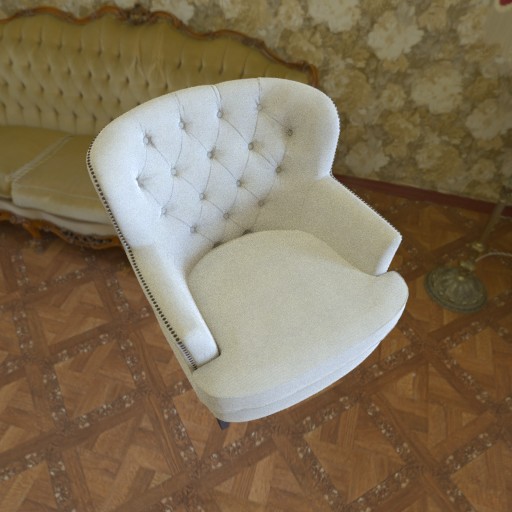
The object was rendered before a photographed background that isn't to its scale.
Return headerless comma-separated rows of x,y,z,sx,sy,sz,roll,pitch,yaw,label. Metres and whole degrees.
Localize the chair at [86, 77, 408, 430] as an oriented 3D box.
0.000,0.000,1.539,0.848,0.868,0.906,-23,50,-21,chair
